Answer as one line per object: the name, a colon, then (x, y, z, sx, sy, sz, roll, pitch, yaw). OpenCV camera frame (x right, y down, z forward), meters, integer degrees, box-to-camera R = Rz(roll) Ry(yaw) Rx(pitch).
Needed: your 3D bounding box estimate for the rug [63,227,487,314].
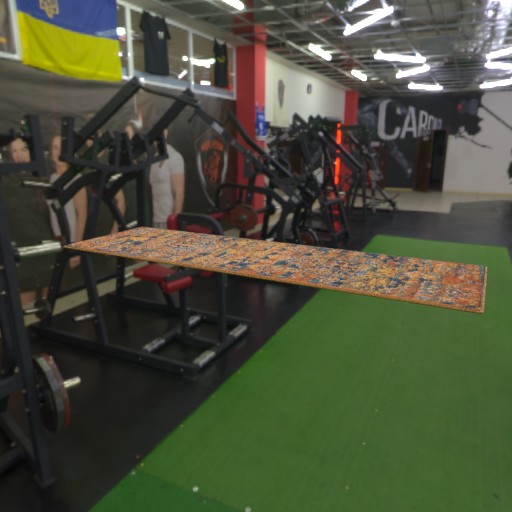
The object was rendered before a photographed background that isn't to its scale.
rug: (0.000, 0.000, 1.962, 1.820, 0.013, 0.556, 8, 16, 27)
